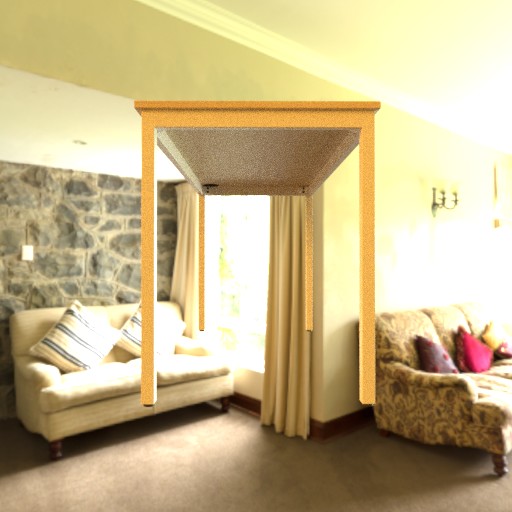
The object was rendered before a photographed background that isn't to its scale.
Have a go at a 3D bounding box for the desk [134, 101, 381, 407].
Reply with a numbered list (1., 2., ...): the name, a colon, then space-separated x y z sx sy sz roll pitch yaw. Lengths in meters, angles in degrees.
1. desk: 0.000 0.000 1.674 0.600 0.750 1.200 0 0 0
